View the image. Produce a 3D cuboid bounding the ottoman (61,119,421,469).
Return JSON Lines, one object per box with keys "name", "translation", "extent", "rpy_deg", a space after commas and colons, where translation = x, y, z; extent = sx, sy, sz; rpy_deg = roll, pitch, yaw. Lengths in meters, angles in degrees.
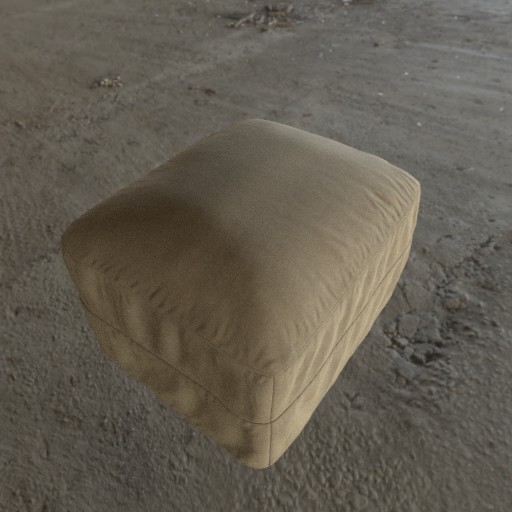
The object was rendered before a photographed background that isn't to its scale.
{"name": "ottoman", "translation": [0.000, 0.000, 1.082], "extent": [0.584, 0.480, 0.712], "rpy_deg": [26, 49, 26]}
